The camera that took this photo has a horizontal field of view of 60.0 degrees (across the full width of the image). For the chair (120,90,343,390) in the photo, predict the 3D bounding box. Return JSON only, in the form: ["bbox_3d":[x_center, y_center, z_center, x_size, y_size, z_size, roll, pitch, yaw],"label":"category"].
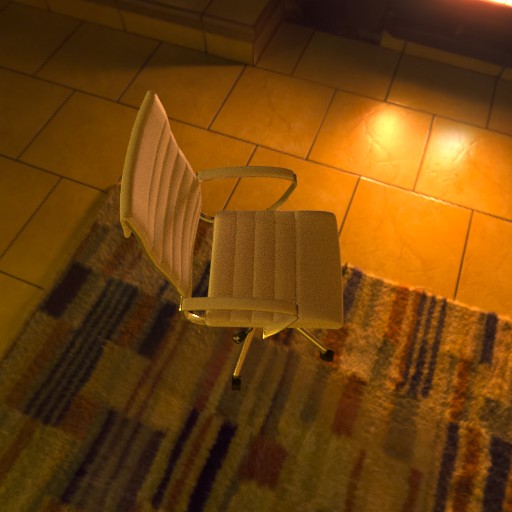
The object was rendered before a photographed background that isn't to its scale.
[{"bbox_3d":[0.000,0.000,1.658,0.739,1.149,0.766,2,62,1],"label":"chair"}]
